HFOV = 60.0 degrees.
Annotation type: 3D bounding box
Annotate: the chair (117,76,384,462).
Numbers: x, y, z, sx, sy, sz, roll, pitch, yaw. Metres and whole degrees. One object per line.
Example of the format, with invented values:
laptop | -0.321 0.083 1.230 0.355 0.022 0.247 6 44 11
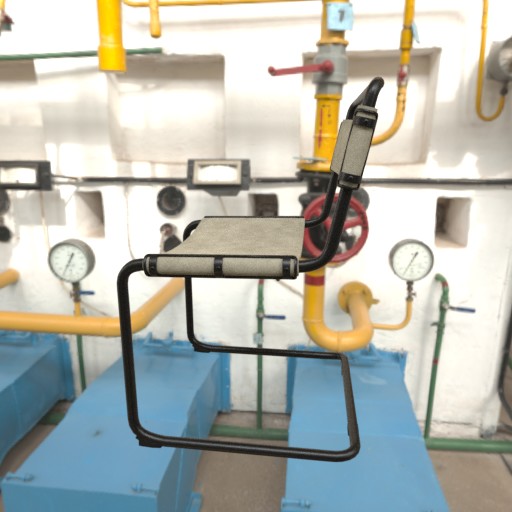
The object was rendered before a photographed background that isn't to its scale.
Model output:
chair | 0.000 0.000 1.063 0.497 0.747 0.499 2 14 7
